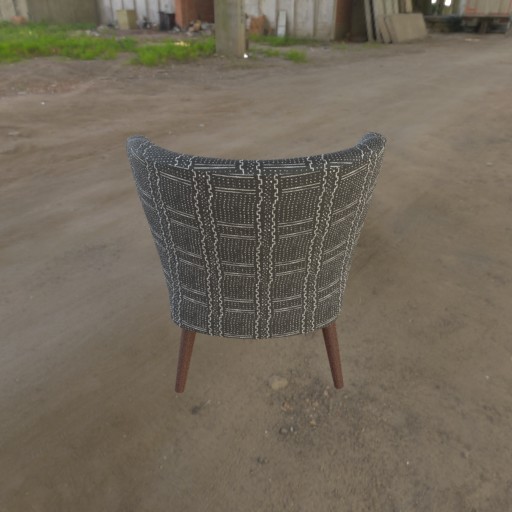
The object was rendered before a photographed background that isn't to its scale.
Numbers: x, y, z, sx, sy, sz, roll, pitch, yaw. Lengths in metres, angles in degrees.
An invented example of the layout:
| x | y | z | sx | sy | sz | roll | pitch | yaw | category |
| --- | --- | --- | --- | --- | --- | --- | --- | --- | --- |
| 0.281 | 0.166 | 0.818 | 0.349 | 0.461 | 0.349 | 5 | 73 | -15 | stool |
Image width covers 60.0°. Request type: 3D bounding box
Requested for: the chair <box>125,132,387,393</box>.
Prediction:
| x | y | z | sx | sy | sz | roll | pitch | yaw | category |
| --- | --- | --- | --- | --- | --- | --- | --- | --- | --- |
| 0.000 | 0.000 | 1.448 | 0.710 | 0.866 | 0.758 | -1 | 30 | -2 | chair |
